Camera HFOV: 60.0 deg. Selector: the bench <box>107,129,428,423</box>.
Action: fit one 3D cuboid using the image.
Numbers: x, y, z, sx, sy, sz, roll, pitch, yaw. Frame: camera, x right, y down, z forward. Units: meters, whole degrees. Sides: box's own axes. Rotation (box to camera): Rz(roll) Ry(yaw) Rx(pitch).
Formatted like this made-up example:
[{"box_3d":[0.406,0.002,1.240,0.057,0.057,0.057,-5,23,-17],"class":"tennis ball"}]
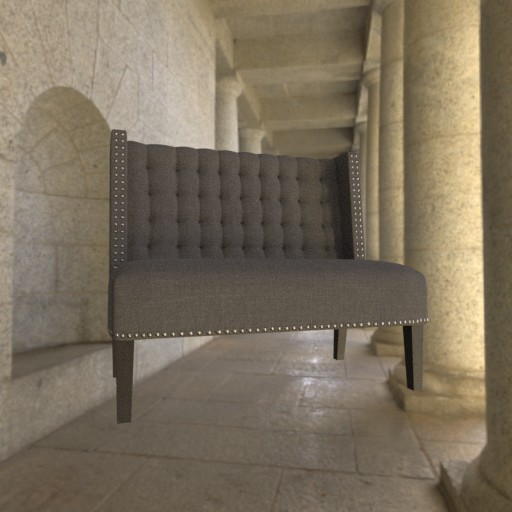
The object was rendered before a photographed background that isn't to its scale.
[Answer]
[{"box_3d":[0.000,0.000,2.006,1.276,1.121,0.842,0,-1,-19],"class":"bench"}]
